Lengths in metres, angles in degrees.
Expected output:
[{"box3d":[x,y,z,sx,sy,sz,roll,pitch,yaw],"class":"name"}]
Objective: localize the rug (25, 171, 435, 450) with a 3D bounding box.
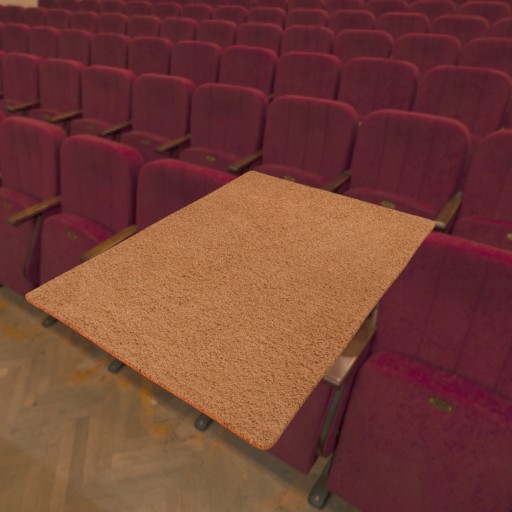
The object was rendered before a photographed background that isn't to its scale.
[{"box3d":[0.000,0.000,2.072,1.199,0.025,1.600,21,39,29],"class":"rug"}]
